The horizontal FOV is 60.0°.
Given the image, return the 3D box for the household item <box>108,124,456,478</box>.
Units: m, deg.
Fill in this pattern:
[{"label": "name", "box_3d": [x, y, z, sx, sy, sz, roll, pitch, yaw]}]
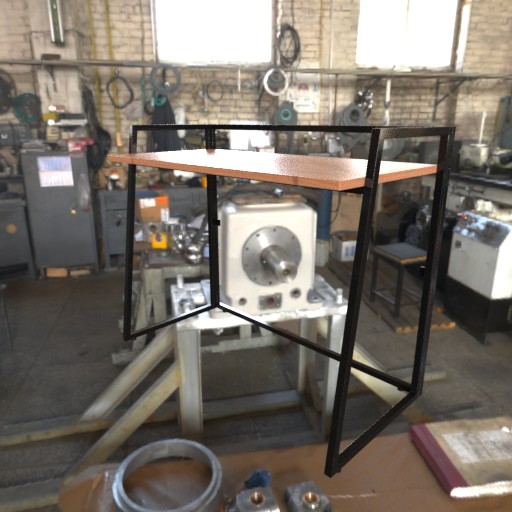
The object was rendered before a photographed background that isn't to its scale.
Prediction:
[{"label": "household item", "box_3d": [0.000, 0.000, 1.524, 0.510, 0.860, 1.050, -16, 23, -43]}]
